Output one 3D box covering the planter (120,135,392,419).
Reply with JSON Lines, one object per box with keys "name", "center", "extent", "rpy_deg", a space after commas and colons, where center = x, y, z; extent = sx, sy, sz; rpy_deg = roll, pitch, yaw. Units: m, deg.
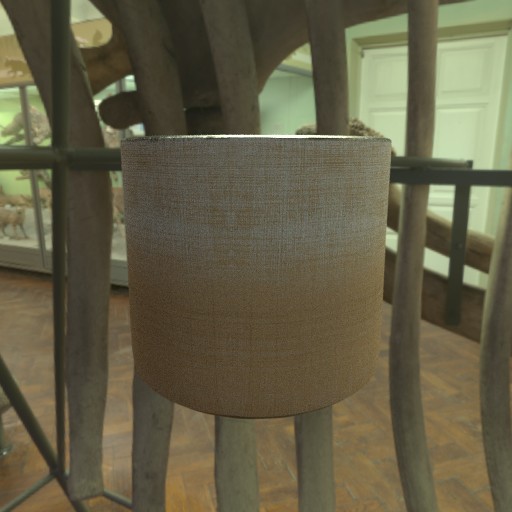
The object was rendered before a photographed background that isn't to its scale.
{"name": "planter", "center": [0.000, 0.000, 0.392], "extent": [0.221, 0.201, 0.221], "rpy_deg": [0, 14, 0]}
